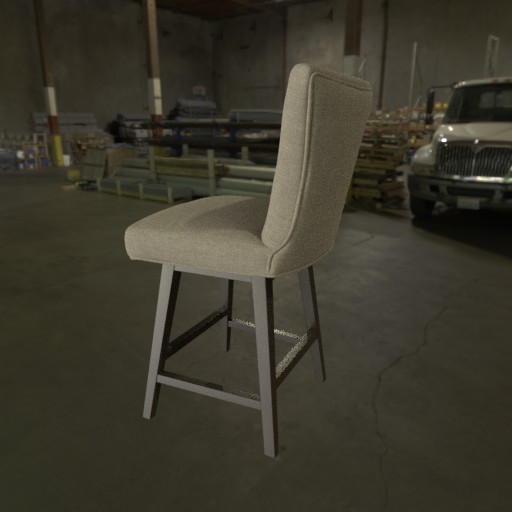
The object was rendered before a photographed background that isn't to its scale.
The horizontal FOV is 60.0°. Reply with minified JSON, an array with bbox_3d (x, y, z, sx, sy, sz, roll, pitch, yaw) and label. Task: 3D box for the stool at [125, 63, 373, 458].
[{"bbox_3d":[0.000,0.000,1.331,0.574,1.000,0.514,8,19,26],"label":"stool"}]
